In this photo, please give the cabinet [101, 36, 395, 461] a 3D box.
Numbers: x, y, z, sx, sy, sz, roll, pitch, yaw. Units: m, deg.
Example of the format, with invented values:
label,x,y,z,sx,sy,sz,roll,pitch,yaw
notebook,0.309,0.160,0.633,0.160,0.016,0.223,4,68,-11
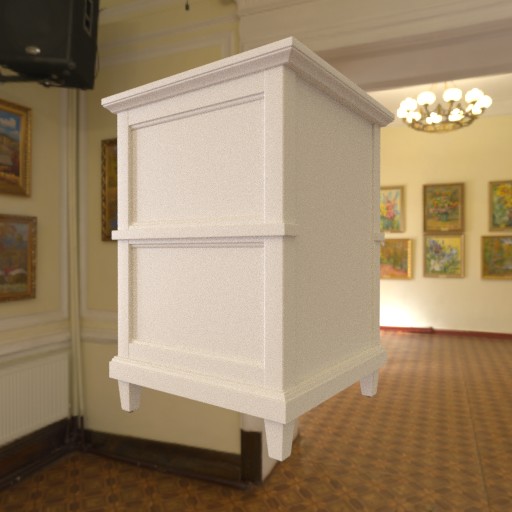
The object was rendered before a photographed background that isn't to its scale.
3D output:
label,x,y,z,sx,sy,sz,roll,pitch,yaw
cabinet,0.000,0.000,1.156,0.547,0.775,0.544,0,1,36
